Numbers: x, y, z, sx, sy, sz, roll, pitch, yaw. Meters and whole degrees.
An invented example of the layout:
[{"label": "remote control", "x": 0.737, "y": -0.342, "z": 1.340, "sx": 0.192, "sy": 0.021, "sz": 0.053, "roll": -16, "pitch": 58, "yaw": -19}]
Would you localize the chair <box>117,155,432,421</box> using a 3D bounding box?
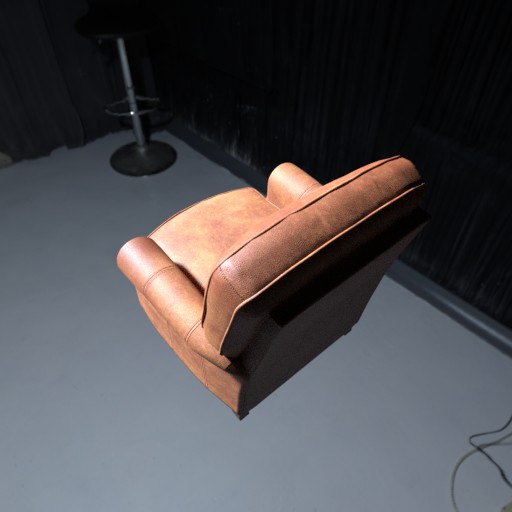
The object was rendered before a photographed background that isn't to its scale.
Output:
[{"label": "chair", "x": 0.000, "y": 0.000, "z": 1.796, "sx": 0.936, "sy": 1.018, "sz": 0.986, "roll": -31, "pitch": 53, "yaw": -27}]
